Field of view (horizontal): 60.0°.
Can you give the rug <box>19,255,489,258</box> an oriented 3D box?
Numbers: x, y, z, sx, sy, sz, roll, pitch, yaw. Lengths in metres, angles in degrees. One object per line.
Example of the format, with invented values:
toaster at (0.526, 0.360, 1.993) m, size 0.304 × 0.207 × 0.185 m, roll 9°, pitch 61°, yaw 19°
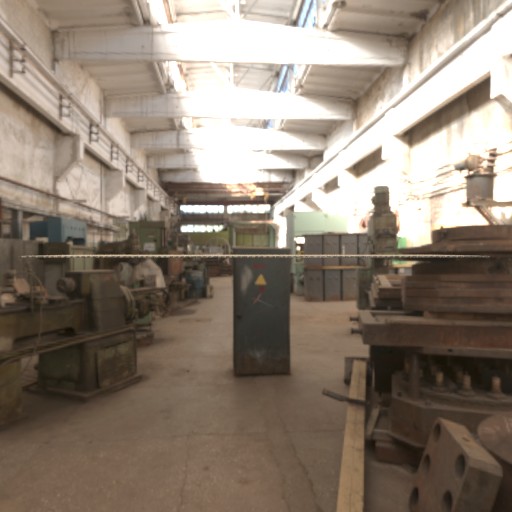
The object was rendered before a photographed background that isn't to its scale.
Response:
rug at (0.000, 0.000, 2.470) m, size 2.286 × 0.008 × 0.686 m, roll 0°, pitch 1°, yaw -2°
